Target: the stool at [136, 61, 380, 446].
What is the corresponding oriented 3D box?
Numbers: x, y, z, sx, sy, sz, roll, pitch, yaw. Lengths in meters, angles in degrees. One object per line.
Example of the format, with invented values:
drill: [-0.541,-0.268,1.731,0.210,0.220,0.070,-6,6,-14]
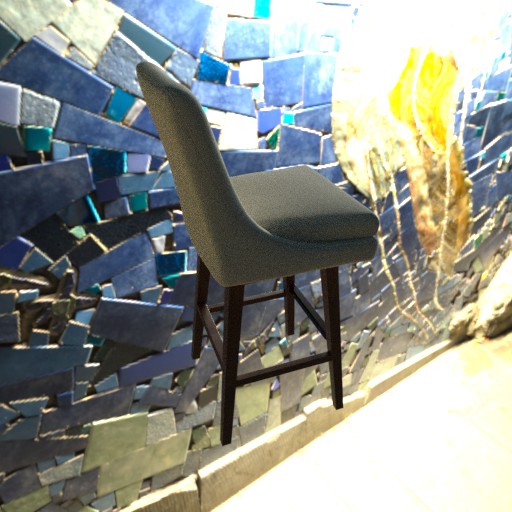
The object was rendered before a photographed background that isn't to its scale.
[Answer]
stool: [0.000,0.000,1.374,0.559,1.093,0.483,-11,32,-17]
